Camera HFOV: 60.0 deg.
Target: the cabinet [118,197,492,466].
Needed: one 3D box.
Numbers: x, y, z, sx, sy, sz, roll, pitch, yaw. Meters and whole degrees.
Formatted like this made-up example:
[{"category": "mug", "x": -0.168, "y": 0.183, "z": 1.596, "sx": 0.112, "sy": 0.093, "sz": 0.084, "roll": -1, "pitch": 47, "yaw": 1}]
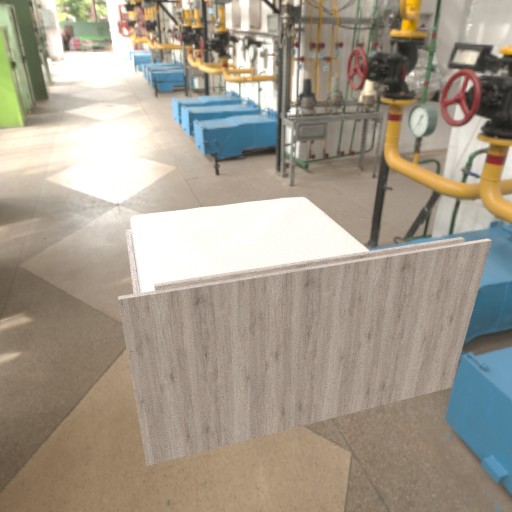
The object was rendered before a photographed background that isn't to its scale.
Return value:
[{"category": "cabinet", "x": 0.000, "y": 0.000, "z": 3.018, "sx": 1.750, "sy": 0.970, "sz": 2.080, "roll": -8, "pitch": 29, "yaw": -15}]
